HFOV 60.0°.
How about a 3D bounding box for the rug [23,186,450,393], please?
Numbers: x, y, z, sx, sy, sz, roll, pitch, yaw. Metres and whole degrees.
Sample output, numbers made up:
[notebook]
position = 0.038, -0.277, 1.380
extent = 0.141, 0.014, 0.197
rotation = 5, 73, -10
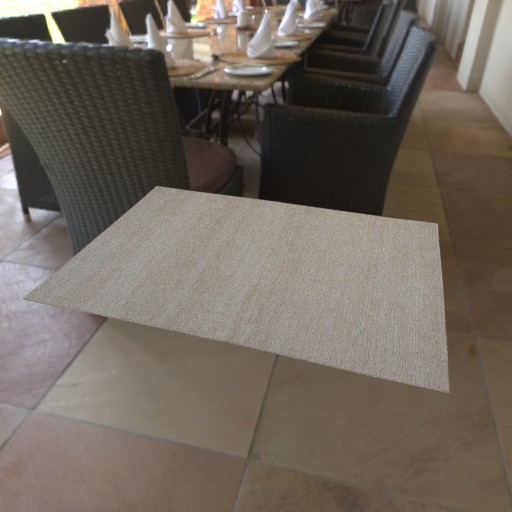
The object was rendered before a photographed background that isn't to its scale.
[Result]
[rug]
position = 0.000, 0.000, 3.598
extent = 2.869, 0.038, 2.032
rotation = 10, 34, 14
